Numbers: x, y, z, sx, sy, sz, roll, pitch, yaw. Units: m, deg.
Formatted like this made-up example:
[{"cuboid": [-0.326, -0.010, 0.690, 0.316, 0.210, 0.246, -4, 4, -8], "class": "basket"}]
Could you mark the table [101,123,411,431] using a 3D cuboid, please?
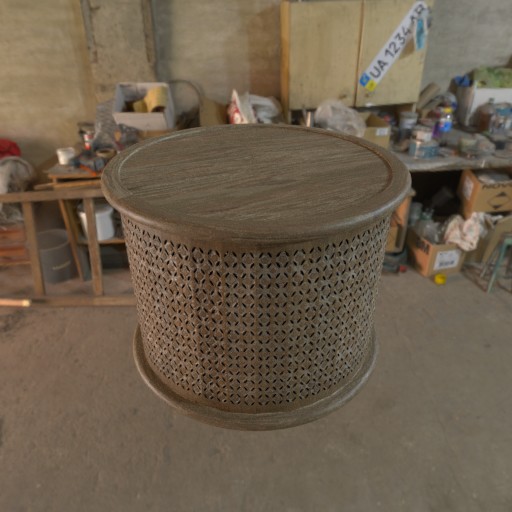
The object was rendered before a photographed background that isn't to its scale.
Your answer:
[{"cuboid": [0.000, 0.000, 1.014, 0.607, 0.450, 0.607, 0, 31, 0], "class": "table"}]
